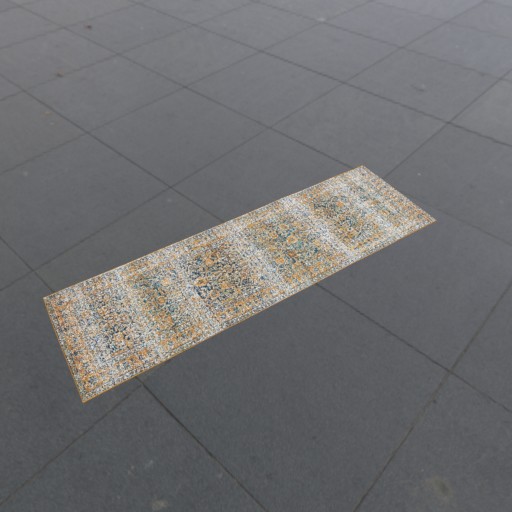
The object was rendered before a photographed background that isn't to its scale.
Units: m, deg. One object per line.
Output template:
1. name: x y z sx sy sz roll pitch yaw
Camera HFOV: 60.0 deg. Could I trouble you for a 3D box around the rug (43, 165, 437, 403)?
1. rug: 0.000 0.000 2.617 2.294 0.014 0.704 -25 52 -21
